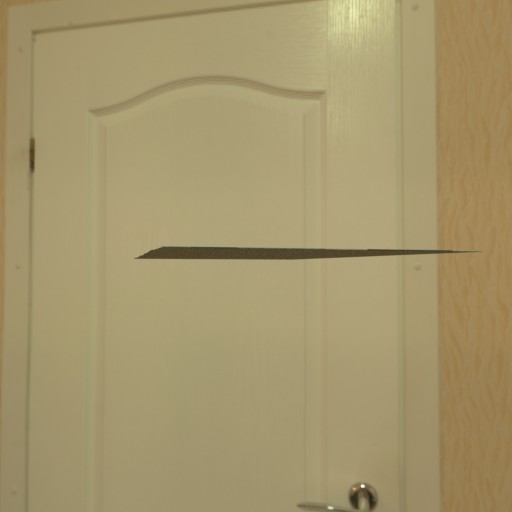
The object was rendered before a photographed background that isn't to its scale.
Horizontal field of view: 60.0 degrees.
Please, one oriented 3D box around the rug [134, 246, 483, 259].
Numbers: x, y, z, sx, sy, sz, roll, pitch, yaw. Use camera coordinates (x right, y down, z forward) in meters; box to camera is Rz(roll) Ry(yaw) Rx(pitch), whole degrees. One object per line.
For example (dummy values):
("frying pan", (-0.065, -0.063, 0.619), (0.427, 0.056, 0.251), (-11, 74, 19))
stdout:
("rug", (0.000, 0.000, 3.038), (1.528, 0.005, 2.420), (0, -1, -18))
